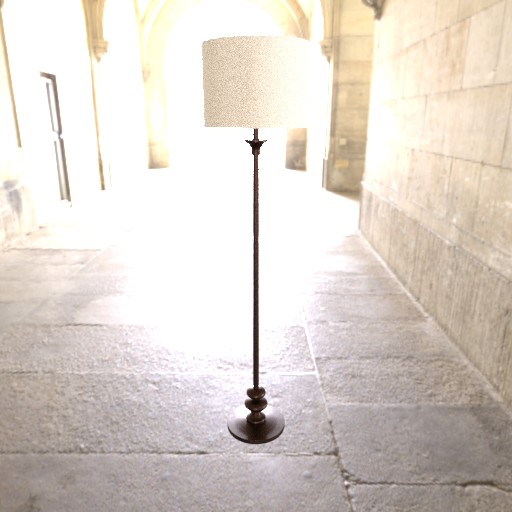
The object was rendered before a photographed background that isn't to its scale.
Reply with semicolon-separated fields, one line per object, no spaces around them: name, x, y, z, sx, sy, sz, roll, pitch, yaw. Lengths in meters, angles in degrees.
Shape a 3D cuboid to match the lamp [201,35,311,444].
lamp;0.000;0.000;1.648;0.356;1.487;0.356;16;24;42
